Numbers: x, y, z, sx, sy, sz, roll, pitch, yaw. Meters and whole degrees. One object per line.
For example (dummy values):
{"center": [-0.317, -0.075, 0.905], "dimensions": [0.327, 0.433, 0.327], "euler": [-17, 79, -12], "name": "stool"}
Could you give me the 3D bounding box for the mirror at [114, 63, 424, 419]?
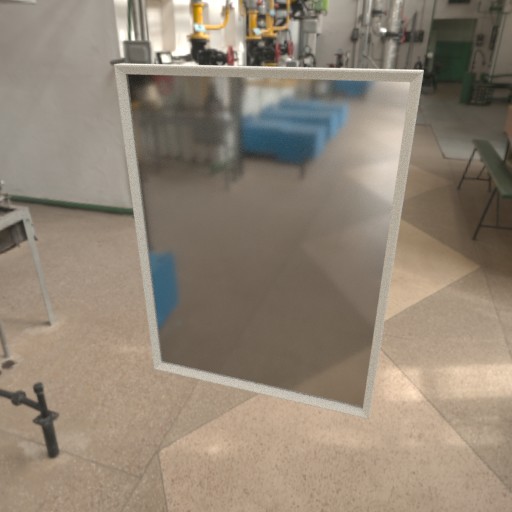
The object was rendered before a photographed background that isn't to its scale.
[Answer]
{"center": [0.000, 0.000, 1.292], "dimensions": [0.762, 1.016, 0.041], "euler": [8, 28, 16], "name": "mirror"}
